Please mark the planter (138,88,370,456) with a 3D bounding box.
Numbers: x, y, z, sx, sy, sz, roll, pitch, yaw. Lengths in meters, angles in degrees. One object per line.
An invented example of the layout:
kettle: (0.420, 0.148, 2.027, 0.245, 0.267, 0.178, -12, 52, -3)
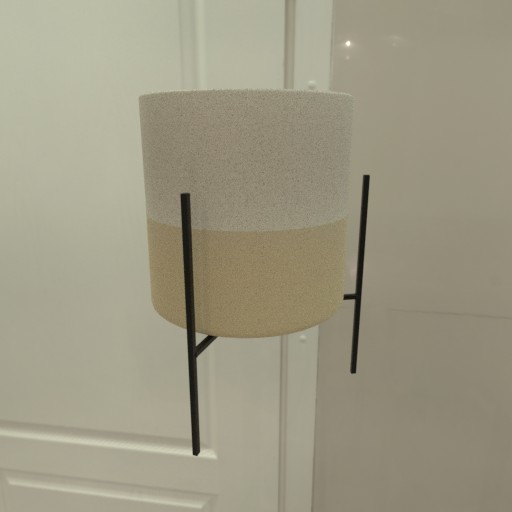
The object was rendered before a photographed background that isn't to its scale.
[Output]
planter: (0.000, 0.000, 0.531, 0.263, 0.362, 0.267, 2, 16, 9)
